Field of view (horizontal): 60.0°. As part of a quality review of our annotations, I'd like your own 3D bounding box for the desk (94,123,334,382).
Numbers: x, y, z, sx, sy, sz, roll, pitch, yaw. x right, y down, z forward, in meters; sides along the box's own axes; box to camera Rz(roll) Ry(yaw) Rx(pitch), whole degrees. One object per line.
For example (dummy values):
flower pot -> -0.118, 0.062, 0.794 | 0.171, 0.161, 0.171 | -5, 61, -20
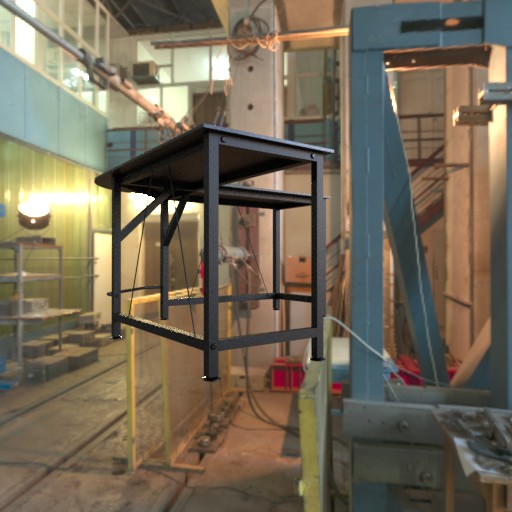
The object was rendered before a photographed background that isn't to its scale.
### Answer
desk -> 0.000, 0.000, 2.264 | 1.400, 0.762, 1.400 | 0, 0, -36
